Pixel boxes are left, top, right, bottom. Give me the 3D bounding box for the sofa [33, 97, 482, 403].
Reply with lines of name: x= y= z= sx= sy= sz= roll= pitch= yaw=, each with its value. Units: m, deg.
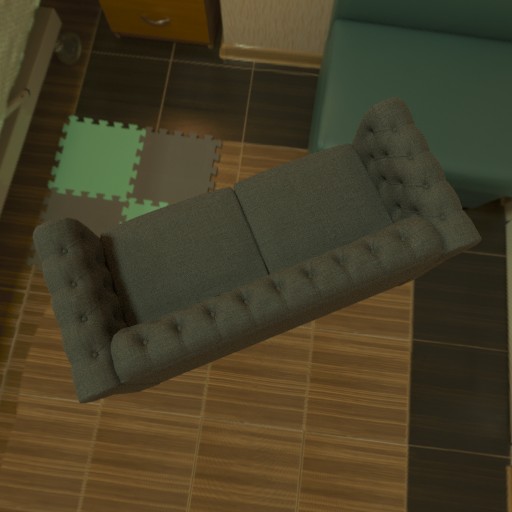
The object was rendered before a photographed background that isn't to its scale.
sofa: x=0.000 y=0.000 z=2.219 sx=1.798 sy=0.797 sz=0.783 roll=-21 pitch=76 yaw=-6
